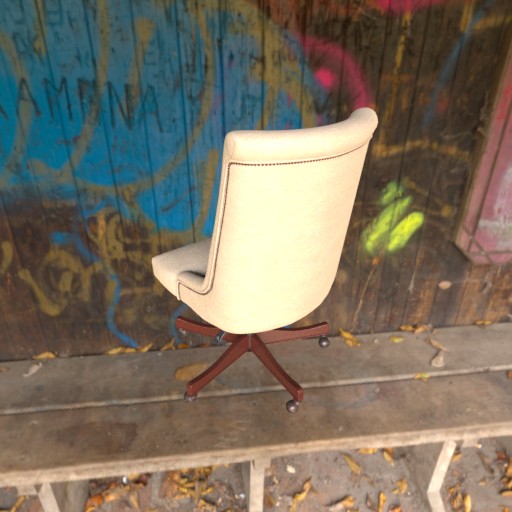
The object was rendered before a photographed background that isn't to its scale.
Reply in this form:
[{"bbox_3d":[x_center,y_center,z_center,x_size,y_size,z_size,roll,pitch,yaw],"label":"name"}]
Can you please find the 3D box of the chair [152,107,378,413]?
[{"bbox_3d":[0.000,0.000,1.508,0.645,1.010,0.696,-19,36,-29],"label":"chair"}]
